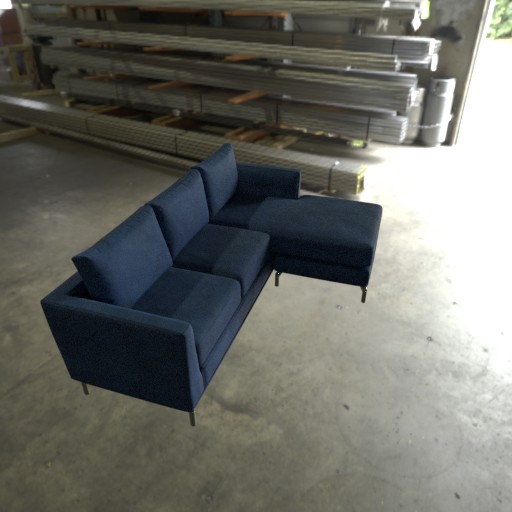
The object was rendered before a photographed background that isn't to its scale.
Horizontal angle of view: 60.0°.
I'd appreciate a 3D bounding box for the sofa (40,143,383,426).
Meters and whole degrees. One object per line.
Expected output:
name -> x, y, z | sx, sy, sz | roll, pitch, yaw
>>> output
sofa -> 0.000, 0.000, 3.245 | 1.622, 0.987, 2.438 | 10, 32, 16
